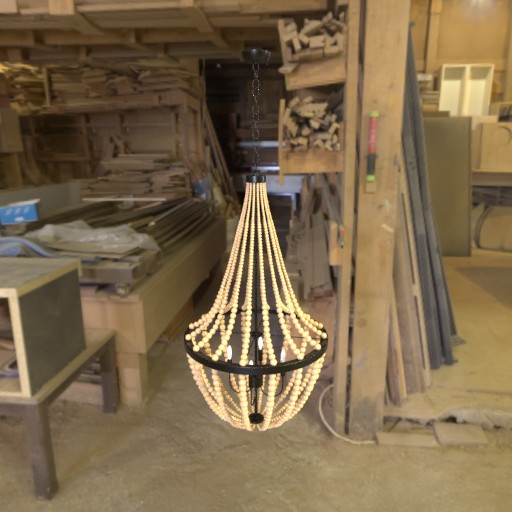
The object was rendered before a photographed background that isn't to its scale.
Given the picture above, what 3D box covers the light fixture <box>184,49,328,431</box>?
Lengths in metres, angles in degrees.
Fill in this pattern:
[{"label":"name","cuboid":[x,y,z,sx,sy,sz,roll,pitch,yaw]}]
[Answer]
[{"label":"light fixture","cuboid":[0.000,0.000,1.336,0.450,1.133,0.450,0,14,0]}]
